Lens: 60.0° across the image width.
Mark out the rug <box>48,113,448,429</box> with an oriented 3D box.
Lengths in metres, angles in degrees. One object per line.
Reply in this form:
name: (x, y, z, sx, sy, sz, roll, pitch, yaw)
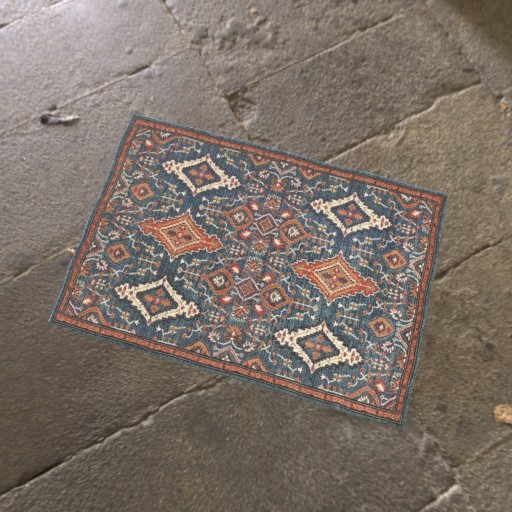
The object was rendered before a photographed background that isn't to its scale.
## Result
rug: (0.000, 0.000, 2.991, 2.373, 0.009, 1.622, 15, 75, 4)
